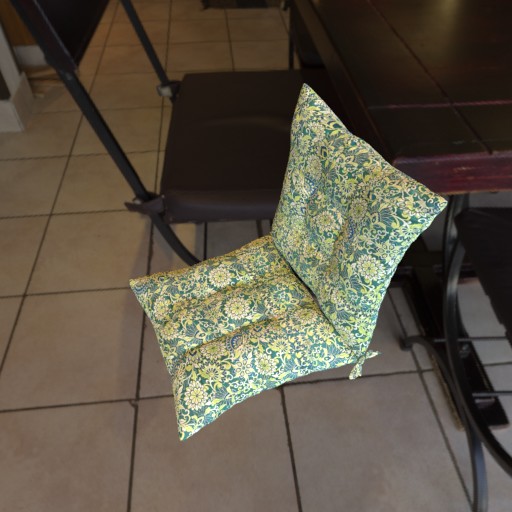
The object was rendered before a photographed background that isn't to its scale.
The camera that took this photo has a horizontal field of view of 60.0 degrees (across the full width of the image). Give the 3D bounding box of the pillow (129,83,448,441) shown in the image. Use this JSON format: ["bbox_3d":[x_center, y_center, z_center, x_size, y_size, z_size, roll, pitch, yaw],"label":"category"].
[{"bbox_3d":[0.000,0.000,1.041,0.585,0.536,0.541,-18,49,-17],"label":"pillow"}]
